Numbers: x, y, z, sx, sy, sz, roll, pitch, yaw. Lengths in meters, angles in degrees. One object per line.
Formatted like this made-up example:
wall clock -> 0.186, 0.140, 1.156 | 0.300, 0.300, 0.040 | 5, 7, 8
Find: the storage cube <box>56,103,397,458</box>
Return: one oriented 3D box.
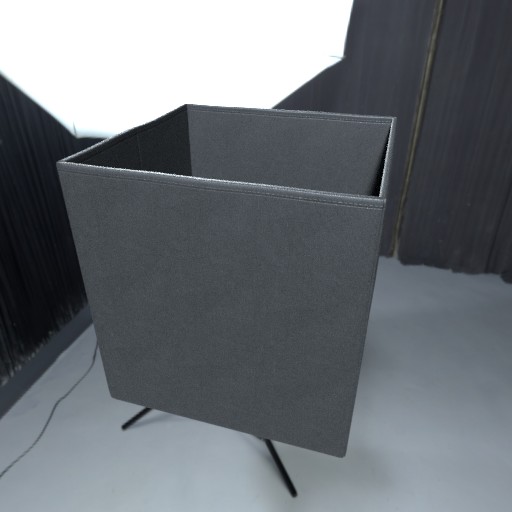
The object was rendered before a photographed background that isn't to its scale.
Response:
storage cube -> 0.000, 0.000, 0.510 | 0.270, 0.280, 0.270 | 9, 31, 15
